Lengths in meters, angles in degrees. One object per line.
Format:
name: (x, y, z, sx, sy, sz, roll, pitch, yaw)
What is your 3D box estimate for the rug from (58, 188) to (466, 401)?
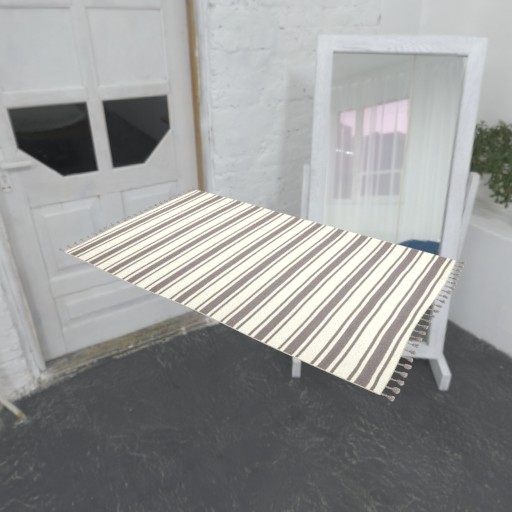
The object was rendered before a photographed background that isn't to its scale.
rug: (0.000, 0.000, 2.601, 2.096, 0.011, 1.229, 19, 35, 29)
